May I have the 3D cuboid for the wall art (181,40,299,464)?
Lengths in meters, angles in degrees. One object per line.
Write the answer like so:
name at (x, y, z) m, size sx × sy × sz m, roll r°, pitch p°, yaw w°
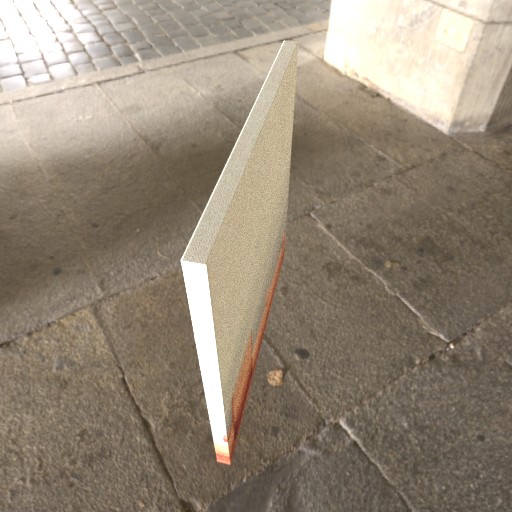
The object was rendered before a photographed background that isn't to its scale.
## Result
wall art at (0.000, 0.000, 1.114) m, size 0.042 × 0.760 × 0.760 m, roll 9°, pitch 47°, yaw 9°
